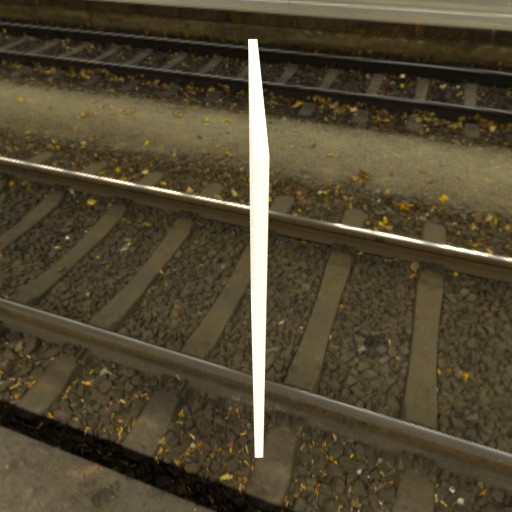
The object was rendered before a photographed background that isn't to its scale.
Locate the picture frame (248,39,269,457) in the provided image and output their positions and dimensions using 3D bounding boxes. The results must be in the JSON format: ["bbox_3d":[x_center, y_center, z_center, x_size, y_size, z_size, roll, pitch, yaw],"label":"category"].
[{"bbox_3d":[0.000,0.000,0.595,0.011,0.459,0.326,-1,40,-1],"label":"picture frame"}]
